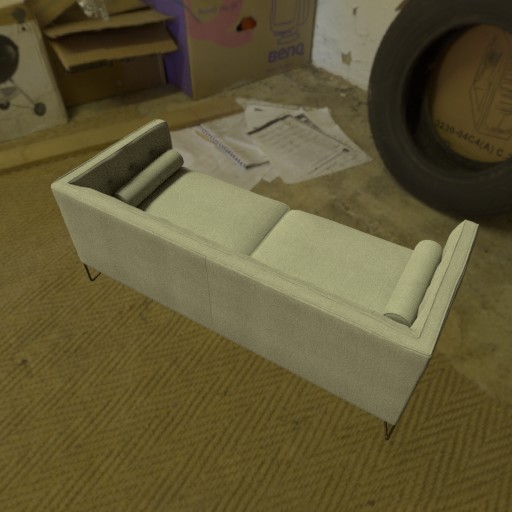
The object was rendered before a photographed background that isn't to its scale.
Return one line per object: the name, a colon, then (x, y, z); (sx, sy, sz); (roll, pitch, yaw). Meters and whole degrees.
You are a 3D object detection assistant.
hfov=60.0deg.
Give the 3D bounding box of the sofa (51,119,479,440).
sofa: (0.000, 0.000, 2.548); (2.079, 0.798, 0.912); (23, 50, 21)
